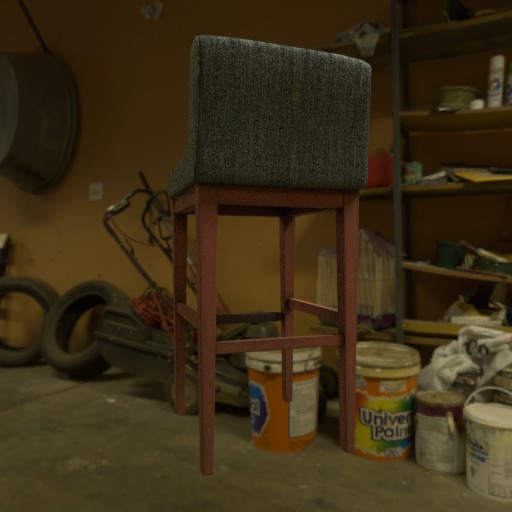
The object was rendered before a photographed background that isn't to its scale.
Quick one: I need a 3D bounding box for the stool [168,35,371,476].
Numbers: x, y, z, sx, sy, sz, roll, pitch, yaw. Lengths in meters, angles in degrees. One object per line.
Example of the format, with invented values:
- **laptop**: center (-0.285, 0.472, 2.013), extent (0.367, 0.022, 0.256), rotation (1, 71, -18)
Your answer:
- **stool**: center (0.000, 0.000, 1.220), extent (0.426, 0.965, 0.499), rotation (0, 0, -18)
